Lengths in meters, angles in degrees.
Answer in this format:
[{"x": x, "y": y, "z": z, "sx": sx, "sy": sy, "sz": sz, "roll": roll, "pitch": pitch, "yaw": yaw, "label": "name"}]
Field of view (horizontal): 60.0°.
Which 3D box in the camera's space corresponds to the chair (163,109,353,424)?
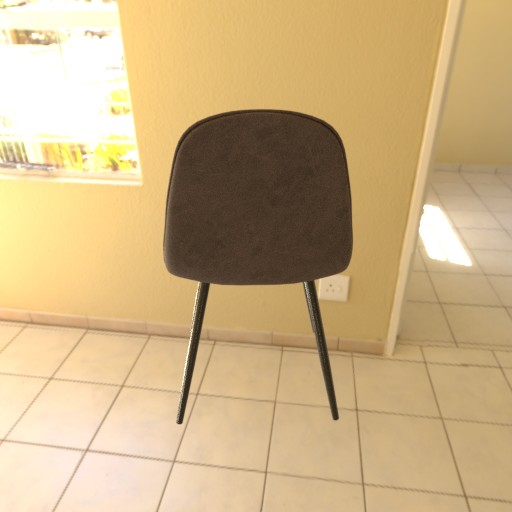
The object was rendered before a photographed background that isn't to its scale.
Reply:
[{"x": 0.000, "y": 0.000, "z": 1.232, "sx": 0.472, "sy": 0.889, "sz": 0.561, "roll": -1, "pitch": 29, "yaw": -2, "label": "chair"}]
